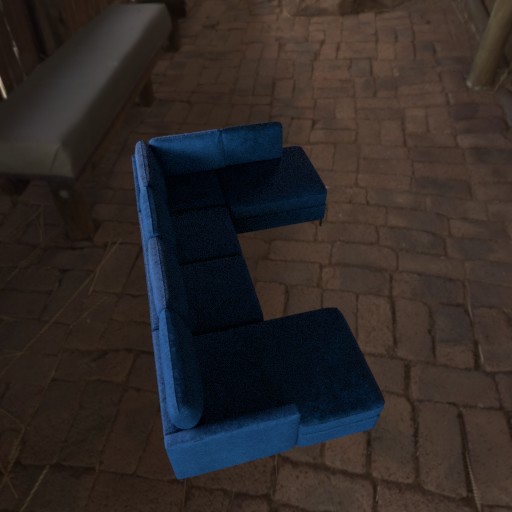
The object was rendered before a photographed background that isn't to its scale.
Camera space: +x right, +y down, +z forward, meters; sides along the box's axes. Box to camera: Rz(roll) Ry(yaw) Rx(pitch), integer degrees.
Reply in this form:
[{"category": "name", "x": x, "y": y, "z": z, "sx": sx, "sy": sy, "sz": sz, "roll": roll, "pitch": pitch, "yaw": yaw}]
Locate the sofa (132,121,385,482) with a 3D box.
[{"category": "sofa", "x": 0.000, "y": 0.000, "z": 4.254, "sx": 2.055, "sy": 0.992, "sz": 3.434, "roll": -11, "pitch": 47, "yaw": -10}]
